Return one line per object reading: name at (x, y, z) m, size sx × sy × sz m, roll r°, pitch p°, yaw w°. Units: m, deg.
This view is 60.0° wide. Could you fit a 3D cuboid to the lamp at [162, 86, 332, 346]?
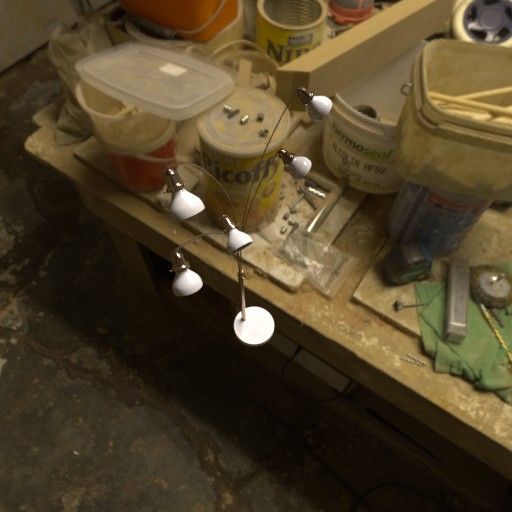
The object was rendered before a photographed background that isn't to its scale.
lamp at (0.000, 0.000, 2.988) m, size 0.361 × 2.423 × 1.405 m, roll 32°, pitch 64°, yaw 18°
